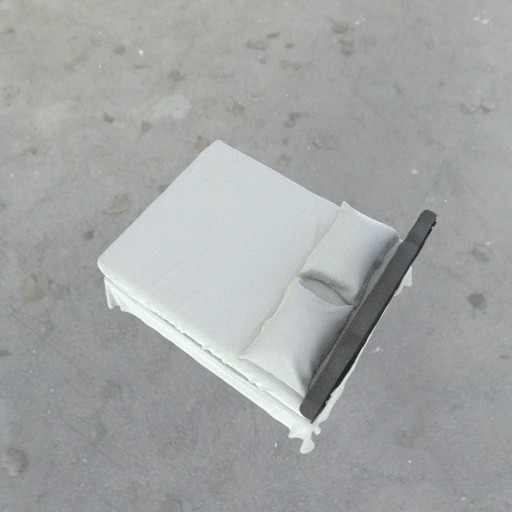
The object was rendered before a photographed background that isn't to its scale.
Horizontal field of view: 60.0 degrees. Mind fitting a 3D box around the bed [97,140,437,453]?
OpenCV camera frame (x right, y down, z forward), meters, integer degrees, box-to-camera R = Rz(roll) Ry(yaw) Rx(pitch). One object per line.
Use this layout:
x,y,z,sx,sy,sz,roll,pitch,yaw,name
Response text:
0.000,0.000,3.394,2.222,1.634,1.780,32,66,16,bed
